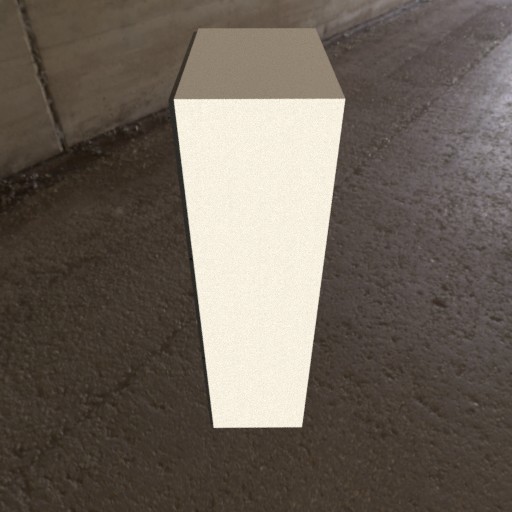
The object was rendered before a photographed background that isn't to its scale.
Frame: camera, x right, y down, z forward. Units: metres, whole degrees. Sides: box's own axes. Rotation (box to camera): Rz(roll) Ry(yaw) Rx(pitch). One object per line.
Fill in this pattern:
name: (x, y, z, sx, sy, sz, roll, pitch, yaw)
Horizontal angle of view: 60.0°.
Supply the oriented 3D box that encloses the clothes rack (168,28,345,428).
clothes rack: (0.000, 0.000, 1.390, 0.330, 1.187, 0.500, 0, 41, 0)
